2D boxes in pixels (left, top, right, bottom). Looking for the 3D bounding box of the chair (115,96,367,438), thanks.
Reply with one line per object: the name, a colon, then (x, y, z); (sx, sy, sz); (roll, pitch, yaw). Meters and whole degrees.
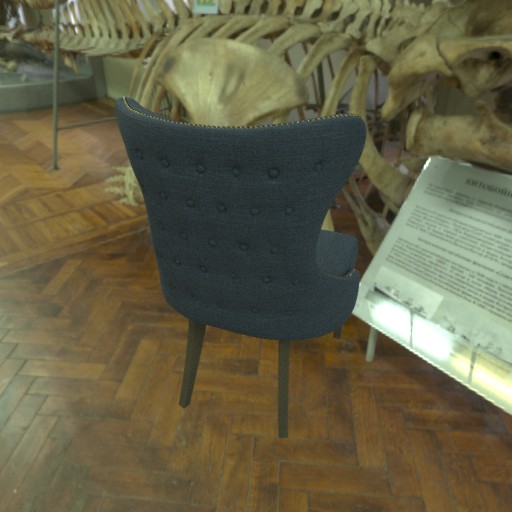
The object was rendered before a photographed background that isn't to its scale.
chair: (0.000, 0.000, 1.354); (0.628, 0.967, 0.635); (10, 32, 17)
